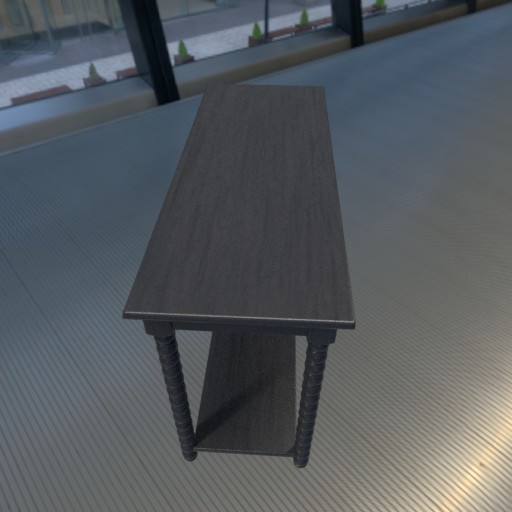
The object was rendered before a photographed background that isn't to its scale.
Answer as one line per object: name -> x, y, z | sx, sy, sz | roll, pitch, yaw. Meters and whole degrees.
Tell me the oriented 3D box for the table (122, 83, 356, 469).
table -> 0.000, 0.000, 1.523 | 0.459, 0.735, 1.184 | 2, 42, 3
